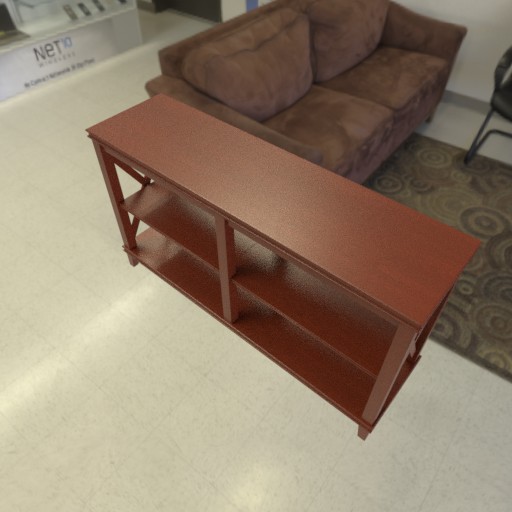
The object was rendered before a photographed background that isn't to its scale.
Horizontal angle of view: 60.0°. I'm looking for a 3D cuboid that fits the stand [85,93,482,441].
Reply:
[{"bbox_3d":[0.000,0.000,1.746,1.372,0.762,0.381,32,54,26],"label":"stand"}]
